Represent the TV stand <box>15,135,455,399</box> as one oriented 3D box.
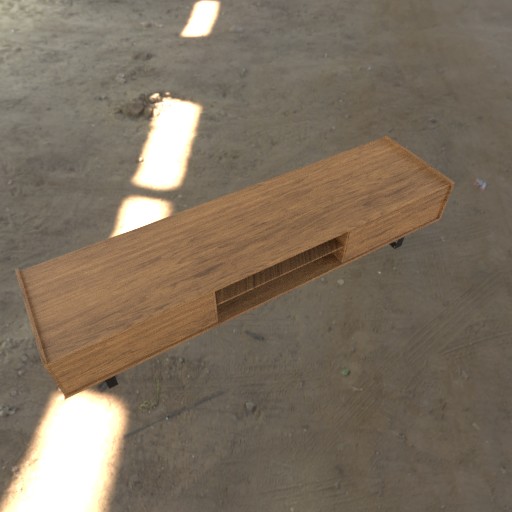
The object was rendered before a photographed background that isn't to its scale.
[{"bbox_3d":[0.000,0.000,1.962,1.796,0.415,0.467,-23,51,-20],"label":"TV stand"}]
